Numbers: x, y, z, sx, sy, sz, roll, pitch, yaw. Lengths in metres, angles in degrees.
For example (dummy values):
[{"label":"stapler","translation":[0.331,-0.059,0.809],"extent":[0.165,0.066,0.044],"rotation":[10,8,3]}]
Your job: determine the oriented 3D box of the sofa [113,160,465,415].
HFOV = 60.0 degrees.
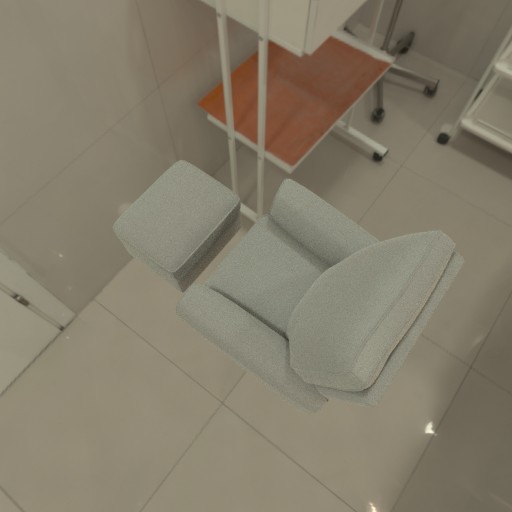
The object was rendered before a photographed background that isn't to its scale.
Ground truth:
[{"label":"sofa","translation":[0.000,0.000,2.061],"extent":[1.478,0.959,0.880],"rotation":[34,69,15]}]
